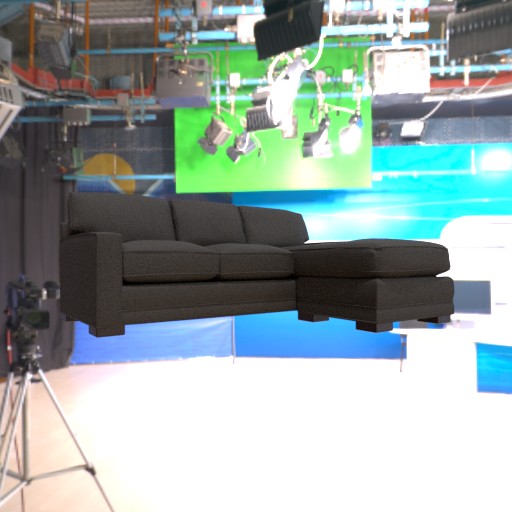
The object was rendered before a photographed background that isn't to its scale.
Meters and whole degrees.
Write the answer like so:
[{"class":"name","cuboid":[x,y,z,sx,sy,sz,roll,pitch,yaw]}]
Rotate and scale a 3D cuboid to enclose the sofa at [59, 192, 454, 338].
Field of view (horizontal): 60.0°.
[{"class":"sofa","cuboid":[0.000,0.000,3.277,2.370,0.973,1.790,0,-1,-35]}]
